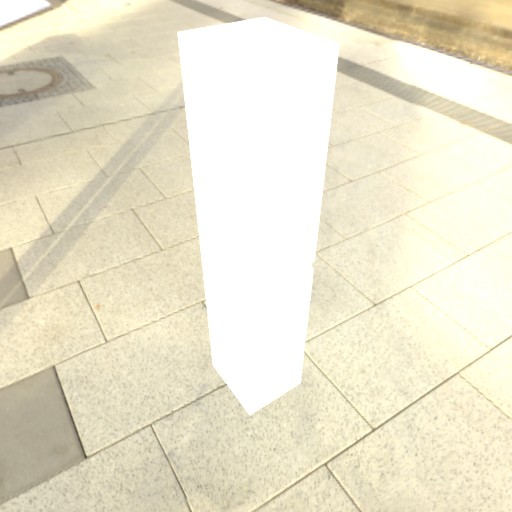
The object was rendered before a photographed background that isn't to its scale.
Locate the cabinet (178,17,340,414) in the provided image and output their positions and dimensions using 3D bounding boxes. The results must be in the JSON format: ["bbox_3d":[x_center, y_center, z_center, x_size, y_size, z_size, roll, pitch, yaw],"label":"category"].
[{"bbox_3d":[0.000,0.000,1.531,0.269,1.400,0.300,-24,46,-25],"label":"cabinet"}]
